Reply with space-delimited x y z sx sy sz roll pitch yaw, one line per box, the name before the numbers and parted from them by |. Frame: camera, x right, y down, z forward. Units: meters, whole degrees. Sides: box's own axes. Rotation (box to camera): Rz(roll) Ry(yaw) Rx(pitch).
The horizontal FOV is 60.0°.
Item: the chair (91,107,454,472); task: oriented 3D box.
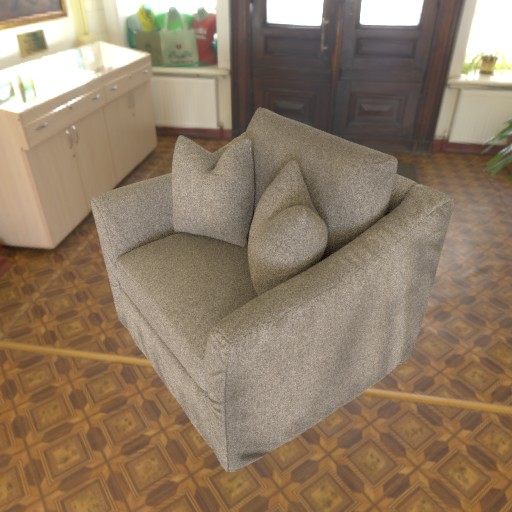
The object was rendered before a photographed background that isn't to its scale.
chair | 0.000 0.000 2.019 1.071 1.059 1.194 -22 39 -30
